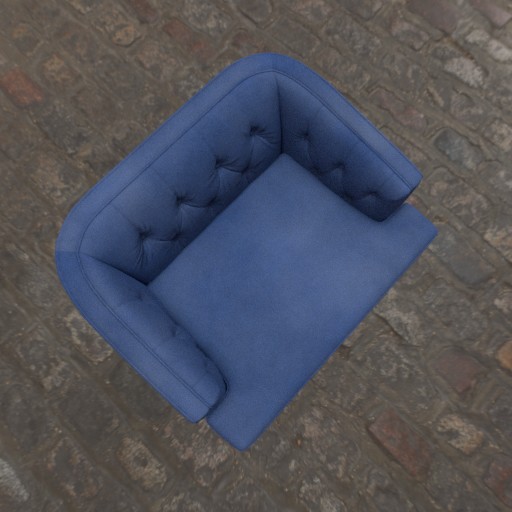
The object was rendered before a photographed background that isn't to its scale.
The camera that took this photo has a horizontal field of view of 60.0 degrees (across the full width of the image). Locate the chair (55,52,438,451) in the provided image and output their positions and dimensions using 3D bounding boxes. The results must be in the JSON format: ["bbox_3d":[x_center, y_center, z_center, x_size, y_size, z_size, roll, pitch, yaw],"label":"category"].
[{"bbox_3d":[0.000,0.000,1.715,0.914,0.787,1.118,43,80,9],"label":"chair"}]
